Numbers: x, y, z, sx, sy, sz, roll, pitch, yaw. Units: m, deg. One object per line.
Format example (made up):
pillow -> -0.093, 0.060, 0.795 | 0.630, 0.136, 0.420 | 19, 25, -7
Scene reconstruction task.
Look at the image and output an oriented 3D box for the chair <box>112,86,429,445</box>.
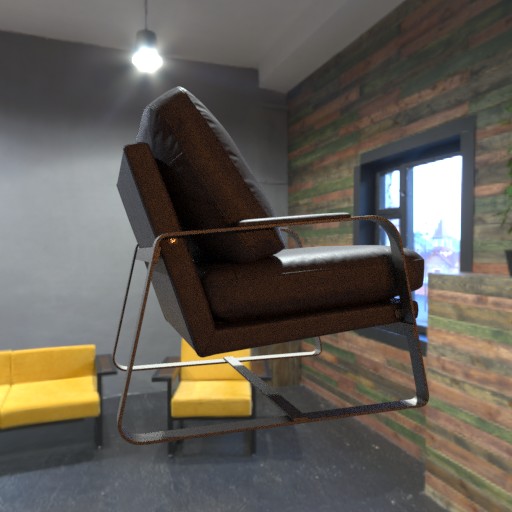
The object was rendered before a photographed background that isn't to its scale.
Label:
chair -> 0.000, 0.000, 1.437 | 0.878, 0.839, 0.692 | 0, 1, -19
